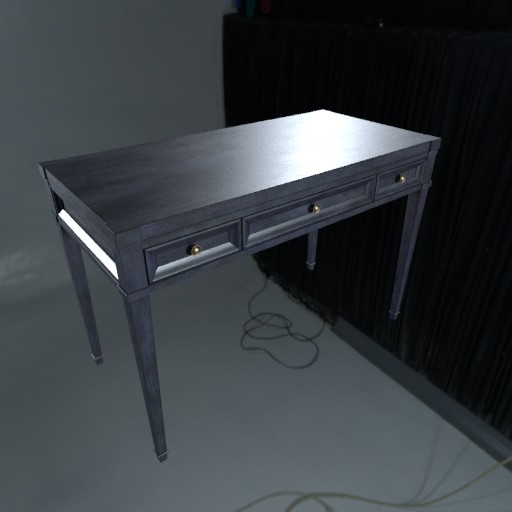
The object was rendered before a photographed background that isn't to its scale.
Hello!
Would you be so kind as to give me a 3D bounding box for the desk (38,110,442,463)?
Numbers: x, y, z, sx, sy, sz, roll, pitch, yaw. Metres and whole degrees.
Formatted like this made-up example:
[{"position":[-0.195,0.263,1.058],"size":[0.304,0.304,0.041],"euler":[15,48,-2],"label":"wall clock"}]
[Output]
[{"position":[0.000,0.000,1.766],"size":[1.289,0.861,0.630],"euler":[-21,36,-32],"label":"desk"}]
